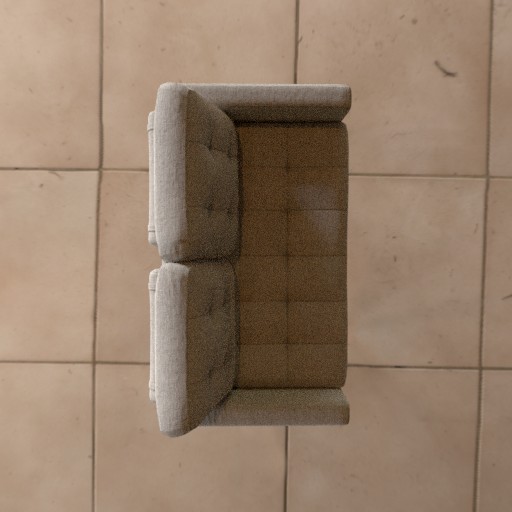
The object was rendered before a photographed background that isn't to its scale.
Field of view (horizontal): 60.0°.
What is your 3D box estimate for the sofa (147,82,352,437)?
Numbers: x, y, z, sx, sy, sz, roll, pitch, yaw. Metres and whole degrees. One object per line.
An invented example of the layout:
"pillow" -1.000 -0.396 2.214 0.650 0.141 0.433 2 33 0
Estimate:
"sofa" 0.000 0.000 1.925 0.842 0.907 1.407 0 92 -1
